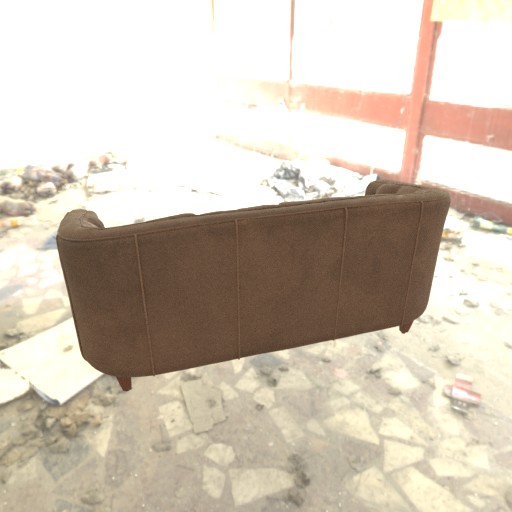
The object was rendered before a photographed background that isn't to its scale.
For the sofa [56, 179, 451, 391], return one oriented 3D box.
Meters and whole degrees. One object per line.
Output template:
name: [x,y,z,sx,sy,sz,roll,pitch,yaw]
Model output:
sofa: [0.000,0.000,2.262,1.767,0.799,0.917,-8,28,-16]
